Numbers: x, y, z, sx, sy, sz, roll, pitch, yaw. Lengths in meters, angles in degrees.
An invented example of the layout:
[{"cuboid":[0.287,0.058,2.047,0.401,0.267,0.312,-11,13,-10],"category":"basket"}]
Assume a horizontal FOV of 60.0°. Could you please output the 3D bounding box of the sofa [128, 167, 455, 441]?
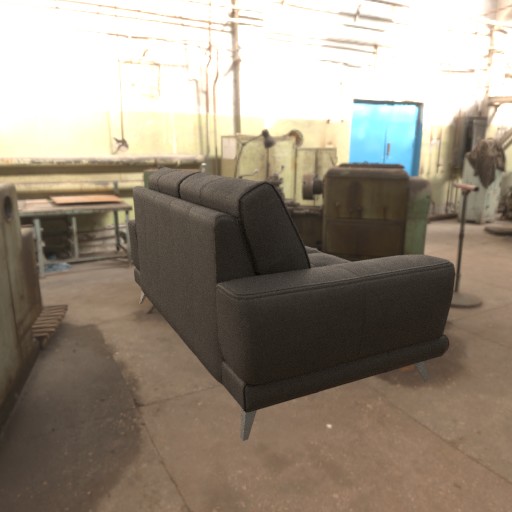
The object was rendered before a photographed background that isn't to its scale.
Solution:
[{"cuboid":[0.000,0.000,2.394,1.018,0.907,1.806,-7,15,-26],"category":"sofa"}]
